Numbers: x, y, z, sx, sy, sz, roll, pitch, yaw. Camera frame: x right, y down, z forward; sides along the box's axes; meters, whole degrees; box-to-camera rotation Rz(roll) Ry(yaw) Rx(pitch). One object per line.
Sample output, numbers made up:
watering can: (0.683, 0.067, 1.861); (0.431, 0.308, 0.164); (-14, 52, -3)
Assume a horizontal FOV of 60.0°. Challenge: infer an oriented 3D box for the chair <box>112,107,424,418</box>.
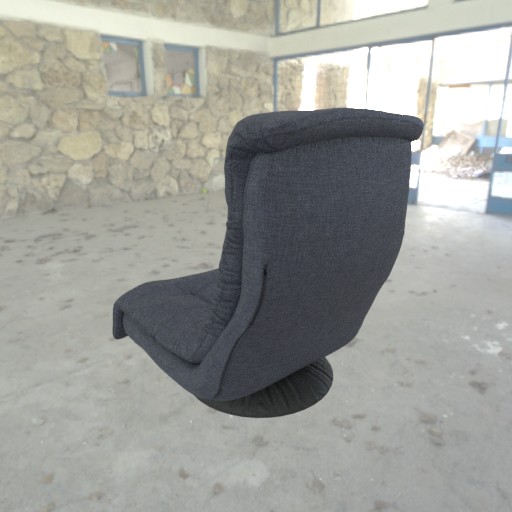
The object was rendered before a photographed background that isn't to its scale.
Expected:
chair: (0.000, 0.000, 1.206); (0.597, 0.749, 0.668); (-14, 21, -40)
